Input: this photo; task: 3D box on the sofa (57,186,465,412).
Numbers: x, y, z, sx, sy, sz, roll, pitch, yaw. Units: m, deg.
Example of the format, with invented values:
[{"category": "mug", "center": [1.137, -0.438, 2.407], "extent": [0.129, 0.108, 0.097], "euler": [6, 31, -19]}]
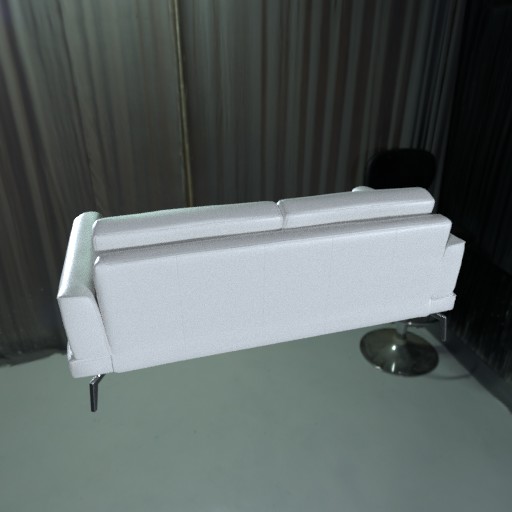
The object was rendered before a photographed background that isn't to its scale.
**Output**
[{"category": "sofa", "center": [0.000, 0.000, 2.695], "extent": [2.177, 0.930, 1.121], "euler": [-7, 27, -15]}]
